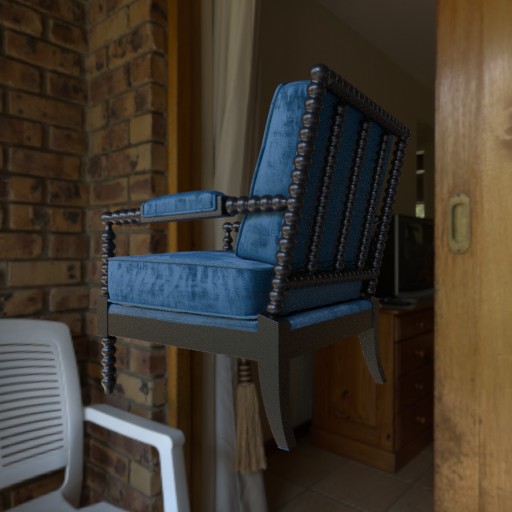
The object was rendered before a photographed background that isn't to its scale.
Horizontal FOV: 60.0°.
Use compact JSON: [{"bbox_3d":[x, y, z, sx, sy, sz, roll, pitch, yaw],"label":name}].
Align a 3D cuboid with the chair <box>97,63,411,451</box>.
[{"bbox_3d":[0.000,0.000,1.424,0.805,0.857,0.688,0,1,35],"label":"chair"}]
